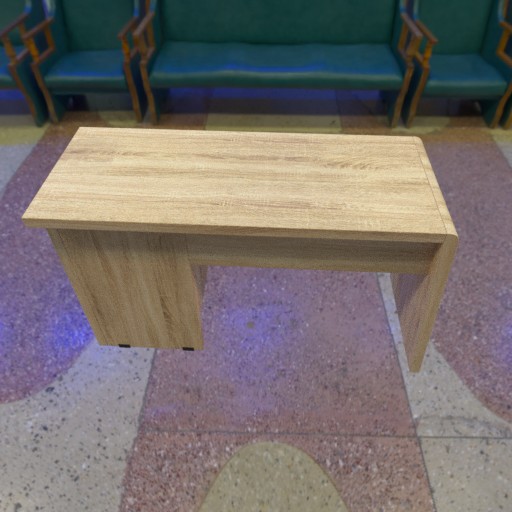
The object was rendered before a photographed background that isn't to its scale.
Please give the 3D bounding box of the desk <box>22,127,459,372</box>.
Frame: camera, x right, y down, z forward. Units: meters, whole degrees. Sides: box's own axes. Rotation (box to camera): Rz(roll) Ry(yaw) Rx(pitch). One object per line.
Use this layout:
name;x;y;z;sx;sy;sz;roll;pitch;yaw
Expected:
desk;0.000;0.000;1.667;1.300;0.750;0.500;2;46;2
